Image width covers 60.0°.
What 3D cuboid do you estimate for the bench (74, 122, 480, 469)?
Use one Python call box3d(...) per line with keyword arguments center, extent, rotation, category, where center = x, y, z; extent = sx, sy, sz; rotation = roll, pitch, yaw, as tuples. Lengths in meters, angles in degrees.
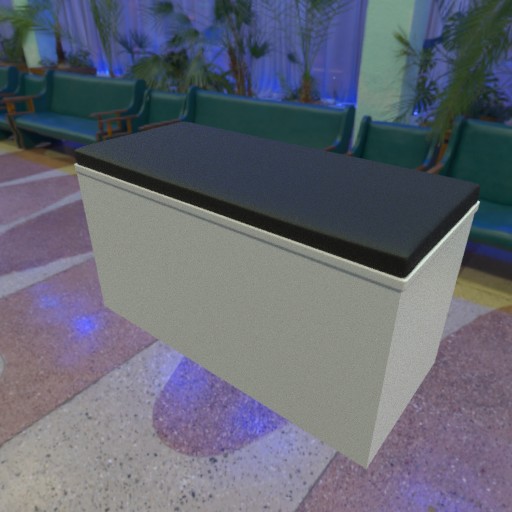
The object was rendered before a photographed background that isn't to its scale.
box3d(center=(0.000, 0.000, 1.150), extent=(0.899, 0.500, 0.401), rotation=(22, 36, 33), category="bench")
